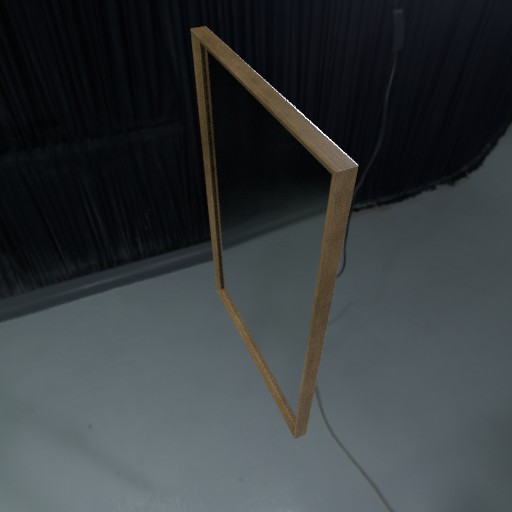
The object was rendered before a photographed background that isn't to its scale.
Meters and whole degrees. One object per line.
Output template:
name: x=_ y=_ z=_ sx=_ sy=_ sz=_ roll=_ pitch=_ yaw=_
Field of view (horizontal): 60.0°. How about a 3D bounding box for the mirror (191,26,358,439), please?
mirror: x=0.000 y=0.000 z=1.136 sx=0.041 sy=0.915 sz=0.609 roll=-18 pitch=48 yaw=-17
